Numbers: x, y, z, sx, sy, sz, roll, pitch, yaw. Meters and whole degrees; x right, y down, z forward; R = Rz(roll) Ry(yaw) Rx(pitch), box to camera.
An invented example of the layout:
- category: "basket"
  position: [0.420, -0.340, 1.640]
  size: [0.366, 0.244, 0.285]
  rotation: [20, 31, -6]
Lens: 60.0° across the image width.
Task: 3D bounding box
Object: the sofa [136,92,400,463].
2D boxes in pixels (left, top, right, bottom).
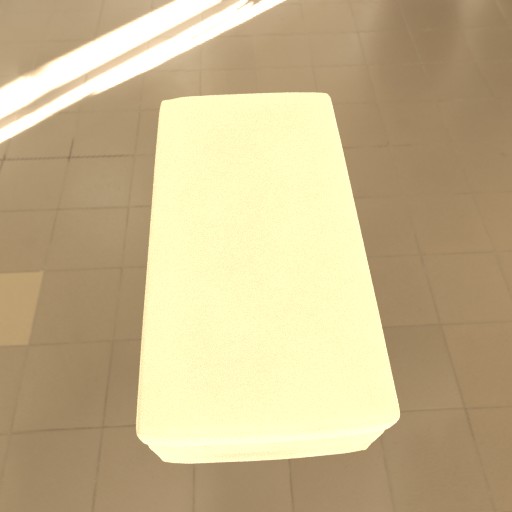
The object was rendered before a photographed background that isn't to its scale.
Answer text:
- category: "sofa"
  position: [0.000, 0.000, 2.062]
  size: [0.939, 0.552, 1.677]
  rotation: [-3, 59, -2]
